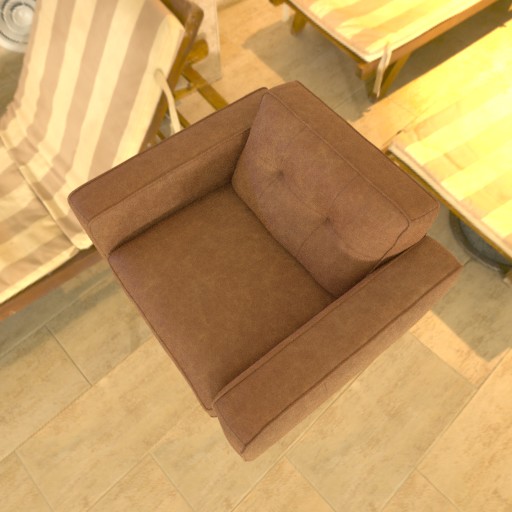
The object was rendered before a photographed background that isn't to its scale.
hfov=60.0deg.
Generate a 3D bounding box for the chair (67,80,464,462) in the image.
[{"bbox_3d":[0.000,0.000,1.693,0.952,0.782,1.118,-34,67,-17],"label":"chair"}]
